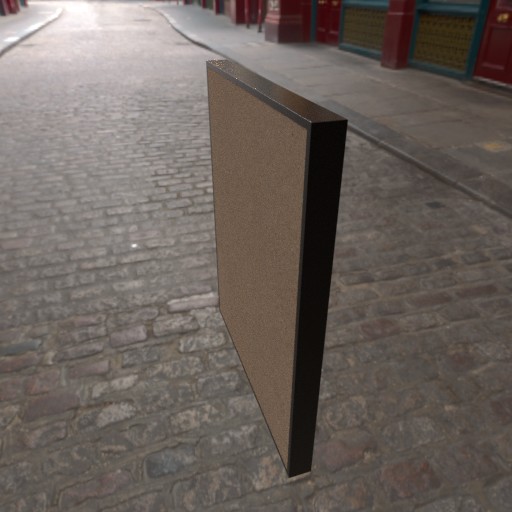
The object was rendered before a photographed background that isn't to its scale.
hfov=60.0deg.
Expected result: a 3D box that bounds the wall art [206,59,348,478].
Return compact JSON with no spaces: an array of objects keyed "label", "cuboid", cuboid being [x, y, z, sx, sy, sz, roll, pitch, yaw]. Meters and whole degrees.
[{"label":"wall art","cuboid":[0.000,0.000,0.741,0.038,0.551,0.448,-10,32,-15]}]
